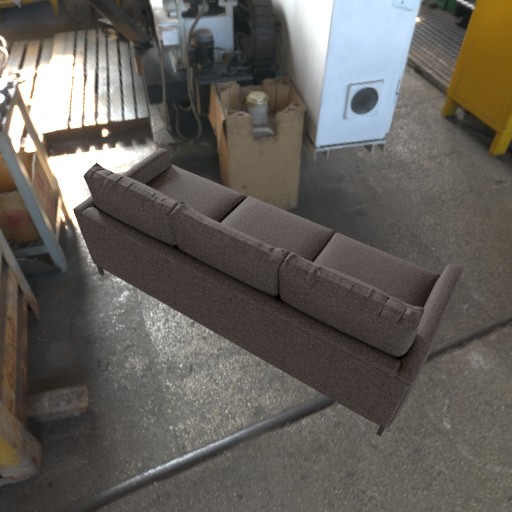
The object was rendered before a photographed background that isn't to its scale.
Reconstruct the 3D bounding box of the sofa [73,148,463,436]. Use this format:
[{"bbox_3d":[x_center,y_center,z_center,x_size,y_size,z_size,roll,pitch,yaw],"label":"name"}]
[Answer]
[{"bbox_3d":[0.000,0.000,2.767,2.253,0.882,0.876,25,51,22],"label":"sofa"}]
